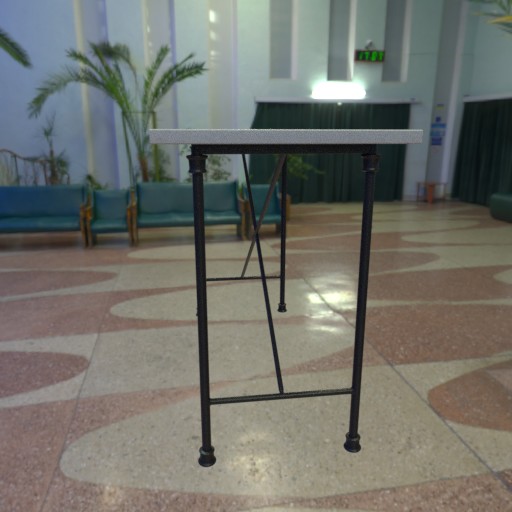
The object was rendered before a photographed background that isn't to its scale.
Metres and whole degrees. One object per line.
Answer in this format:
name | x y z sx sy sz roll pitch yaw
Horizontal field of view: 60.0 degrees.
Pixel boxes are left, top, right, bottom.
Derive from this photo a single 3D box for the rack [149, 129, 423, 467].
rack | 0.000 0.000 1.639 0.613 0.880 1.159 -2 15 -8
